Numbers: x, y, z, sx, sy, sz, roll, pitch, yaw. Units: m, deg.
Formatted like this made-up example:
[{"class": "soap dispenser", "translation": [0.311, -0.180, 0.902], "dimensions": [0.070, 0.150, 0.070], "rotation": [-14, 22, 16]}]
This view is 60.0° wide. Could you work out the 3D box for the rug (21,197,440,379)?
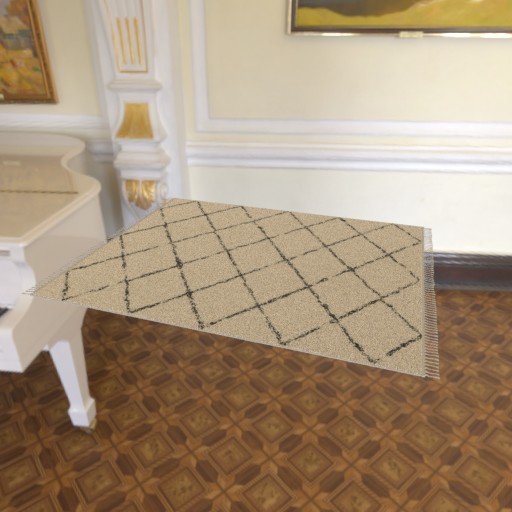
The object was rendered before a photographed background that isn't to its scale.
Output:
[{"class": "rug", "translation": [0.000, 0.000, 4.016], "dimensions": [3.051, 0.013, 2.380], "rotation": [8, 28, 16]}]
